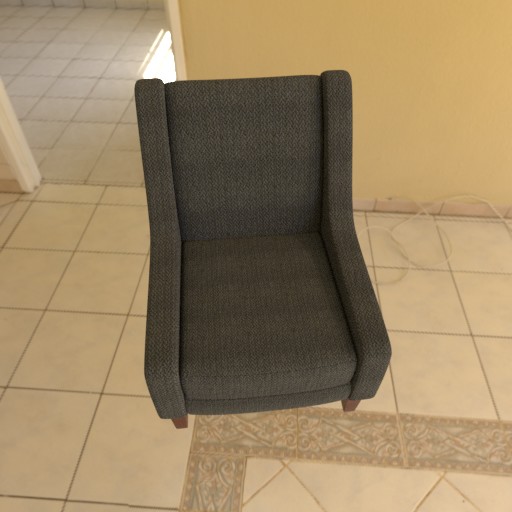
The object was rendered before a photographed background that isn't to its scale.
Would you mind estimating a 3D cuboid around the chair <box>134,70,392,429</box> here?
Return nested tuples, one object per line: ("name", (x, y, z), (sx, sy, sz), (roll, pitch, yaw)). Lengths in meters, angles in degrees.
("chair", (0.000, 0.000, 1.671), (0.793, 1.012, 0.944), (-4, 46, -4))
